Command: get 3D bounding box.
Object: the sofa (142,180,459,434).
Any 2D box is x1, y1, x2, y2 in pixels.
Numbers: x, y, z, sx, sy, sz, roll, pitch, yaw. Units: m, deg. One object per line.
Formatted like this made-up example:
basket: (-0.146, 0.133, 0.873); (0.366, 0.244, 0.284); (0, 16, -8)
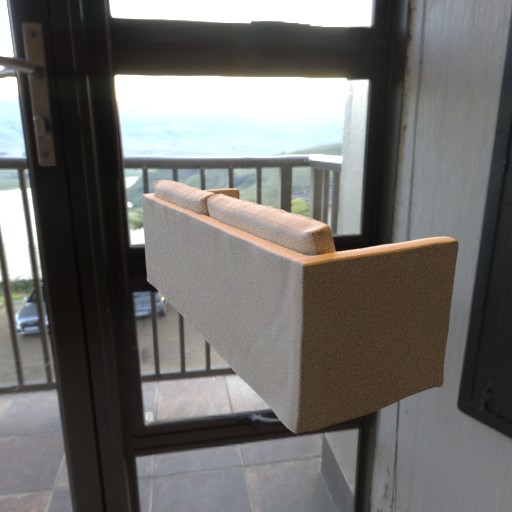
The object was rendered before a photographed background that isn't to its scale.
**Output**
sofa: (0.000, 0.000, 3.355); (1.036, 0.999, 2.779); (-8, 17, -27)
